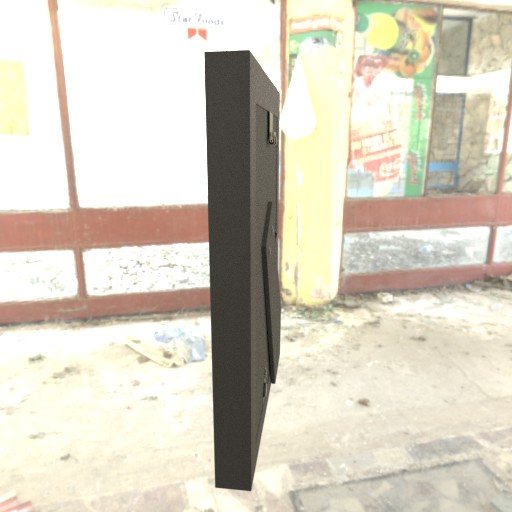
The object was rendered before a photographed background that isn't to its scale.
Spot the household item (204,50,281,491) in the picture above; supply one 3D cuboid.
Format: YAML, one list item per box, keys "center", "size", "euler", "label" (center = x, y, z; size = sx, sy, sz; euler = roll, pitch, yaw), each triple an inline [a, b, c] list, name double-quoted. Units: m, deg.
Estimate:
- center: [0.000, 0.000, 0.235]
  size: [0.022, 0.178, 0.133]
  euler: [2, 14, 7]
  label: "household item"
